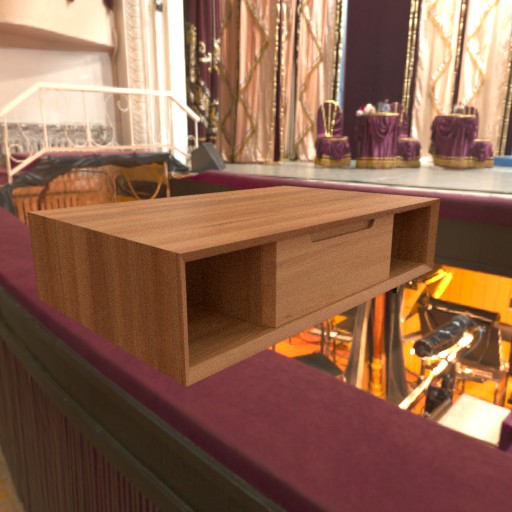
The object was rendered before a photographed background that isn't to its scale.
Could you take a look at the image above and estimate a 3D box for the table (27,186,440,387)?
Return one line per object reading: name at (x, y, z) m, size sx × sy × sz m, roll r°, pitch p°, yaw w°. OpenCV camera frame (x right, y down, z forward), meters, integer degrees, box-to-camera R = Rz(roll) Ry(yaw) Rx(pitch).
table at (0.000, 0.000, 1.416) m, size 0.700 × 0.330 × 1.100 m, roll 13°, pitch 19°, yaw 42°
